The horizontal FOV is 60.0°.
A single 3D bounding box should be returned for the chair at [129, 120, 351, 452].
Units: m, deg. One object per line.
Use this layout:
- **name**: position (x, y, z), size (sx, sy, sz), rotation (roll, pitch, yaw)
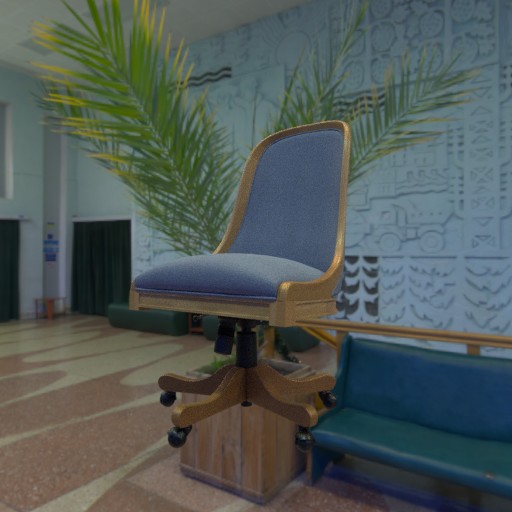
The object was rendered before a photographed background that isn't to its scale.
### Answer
- **chair**: position (0.000, 0.000, 1.457), size (0.605, 1.031, 0.735), rotation (0, 0, 36)
